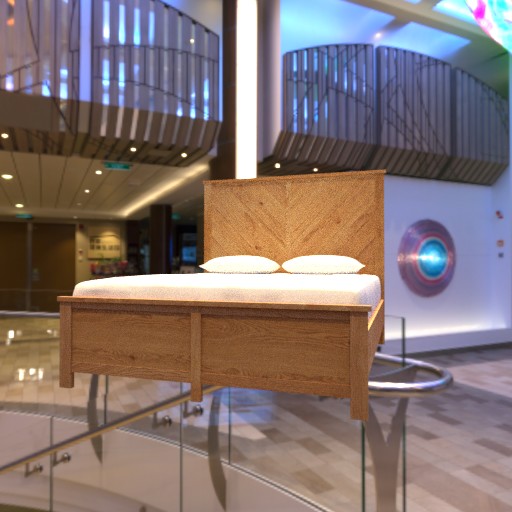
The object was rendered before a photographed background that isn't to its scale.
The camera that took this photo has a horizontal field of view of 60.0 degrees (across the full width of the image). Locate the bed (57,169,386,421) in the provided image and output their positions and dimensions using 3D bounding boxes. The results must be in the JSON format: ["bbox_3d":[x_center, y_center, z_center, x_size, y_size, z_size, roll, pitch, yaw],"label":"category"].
[{"bbox_3d":[0.000,0.000,4.093,2.225,1.938,2.530,0,-1,18],"label":"bed"}]
